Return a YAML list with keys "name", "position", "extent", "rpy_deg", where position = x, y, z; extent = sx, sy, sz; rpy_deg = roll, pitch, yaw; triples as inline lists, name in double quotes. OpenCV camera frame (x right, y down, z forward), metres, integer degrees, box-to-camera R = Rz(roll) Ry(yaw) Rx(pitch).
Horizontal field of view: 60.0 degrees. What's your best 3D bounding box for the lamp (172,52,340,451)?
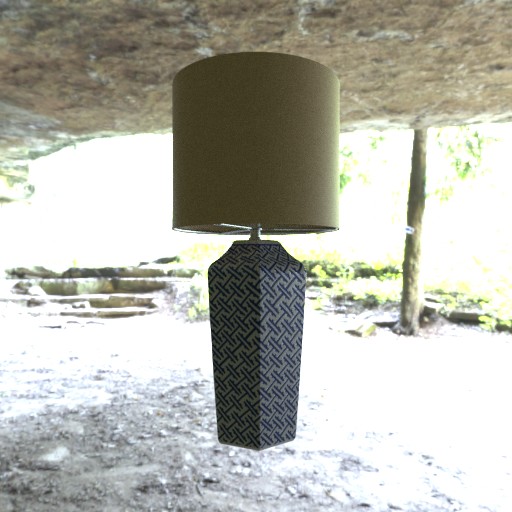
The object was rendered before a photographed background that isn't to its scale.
- name: "lamp"
  position: [0.000, 0.000, 0.855]
  extent: [0.320, 0.682, 0.320]
  rpy_deg: [0, -1, -1]
